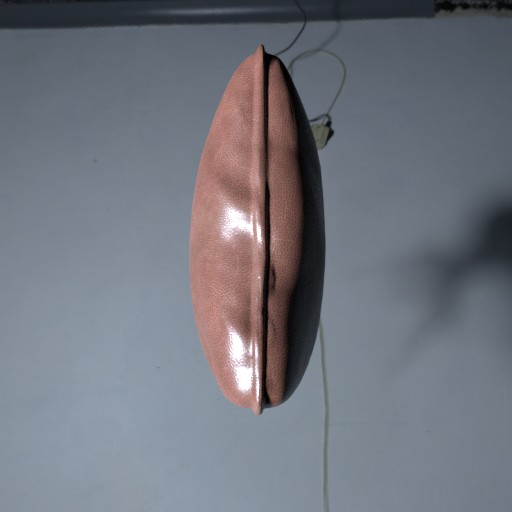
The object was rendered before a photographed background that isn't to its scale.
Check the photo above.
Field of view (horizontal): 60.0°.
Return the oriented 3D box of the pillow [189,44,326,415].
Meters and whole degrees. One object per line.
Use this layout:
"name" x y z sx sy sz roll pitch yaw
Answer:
"pillow" 0.000 0.000 0.825 0.236 0.523 0.532 0 76 0
